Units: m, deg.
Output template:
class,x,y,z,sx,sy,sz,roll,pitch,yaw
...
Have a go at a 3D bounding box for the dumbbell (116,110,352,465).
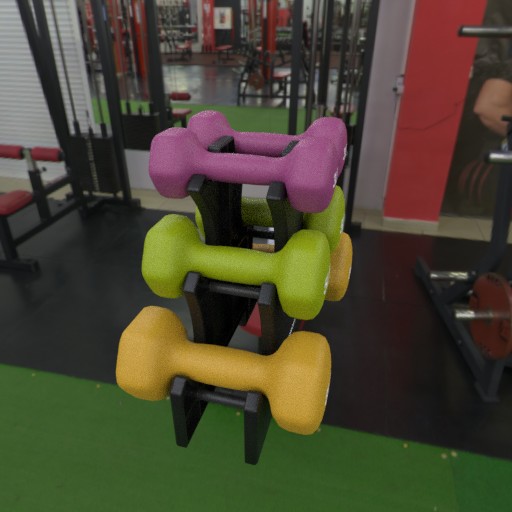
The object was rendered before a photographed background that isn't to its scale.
class,x,y,z,sx,sy,sz,roll,pitch,yaw
dumbbell,0.000,0.000,0.465,0.190,0.271,0.300,8,30,14
